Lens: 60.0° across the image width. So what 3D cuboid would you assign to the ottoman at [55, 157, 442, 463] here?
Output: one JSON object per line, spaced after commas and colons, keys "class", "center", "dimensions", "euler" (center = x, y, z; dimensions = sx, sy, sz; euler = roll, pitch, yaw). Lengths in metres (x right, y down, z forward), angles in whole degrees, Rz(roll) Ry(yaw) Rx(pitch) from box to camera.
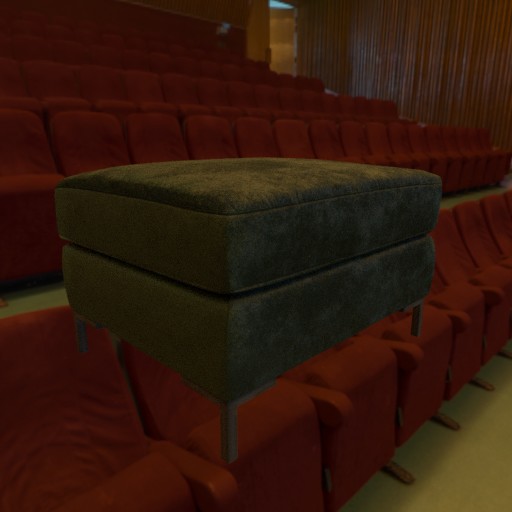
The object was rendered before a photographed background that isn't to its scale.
{"class": "ottoman", "center": [0.000, 0.000, 1.259], "dimensions": [0.701, 0.538, 0.839], "euler": [14, 20, 43]}
